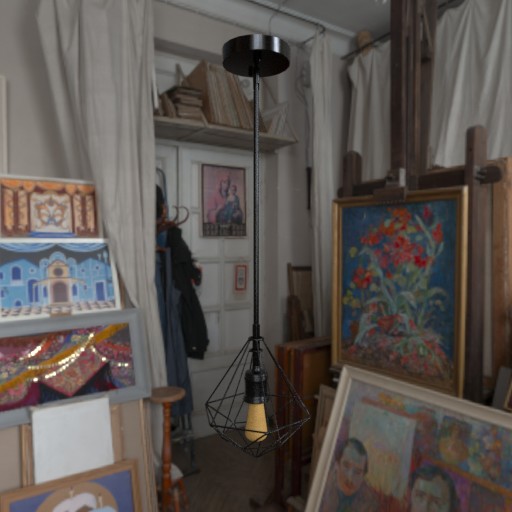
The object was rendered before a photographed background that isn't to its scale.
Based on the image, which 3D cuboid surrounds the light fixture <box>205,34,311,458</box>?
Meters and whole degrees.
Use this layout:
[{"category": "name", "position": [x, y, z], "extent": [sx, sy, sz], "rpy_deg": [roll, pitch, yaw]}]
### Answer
[{"category": "light fixture", "position": [0.000, 0.000, 1.922], "extent": [0.487, 1.764, 0.431], "rpy_deg": [0, 1, 19]}]
